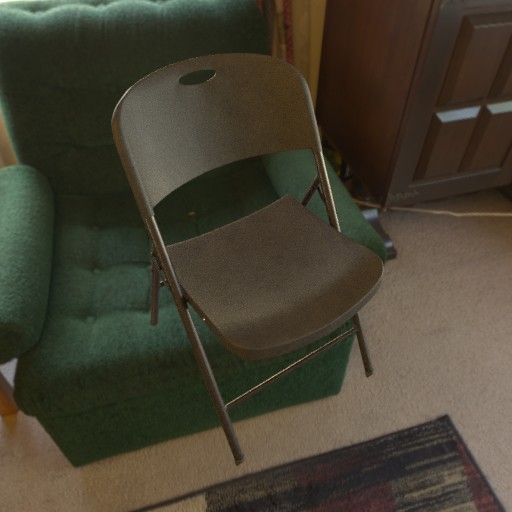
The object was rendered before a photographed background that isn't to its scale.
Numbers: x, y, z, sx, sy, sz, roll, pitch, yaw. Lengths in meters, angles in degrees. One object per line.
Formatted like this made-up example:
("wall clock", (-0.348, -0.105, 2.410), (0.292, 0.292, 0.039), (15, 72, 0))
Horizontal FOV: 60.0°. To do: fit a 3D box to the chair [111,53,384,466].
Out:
("chair", (0.000, 0.000, 1.127), (0.494, 0.810, 0.566), (-25, 50, -23))
